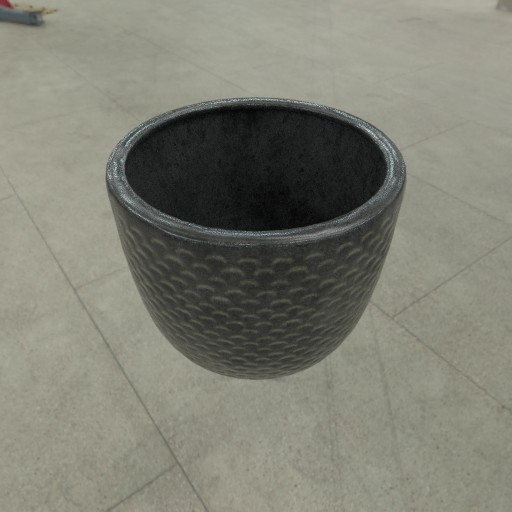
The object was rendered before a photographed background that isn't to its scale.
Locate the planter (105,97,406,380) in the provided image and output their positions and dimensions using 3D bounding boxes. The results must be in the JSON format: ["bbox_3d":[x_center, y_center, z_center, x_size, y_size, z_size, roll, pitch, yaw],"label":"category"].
[{"bbox_3d":[0.000,0.000,0.309,0.172,0.160,0.172,0,41,0],"label":"planter"}]
